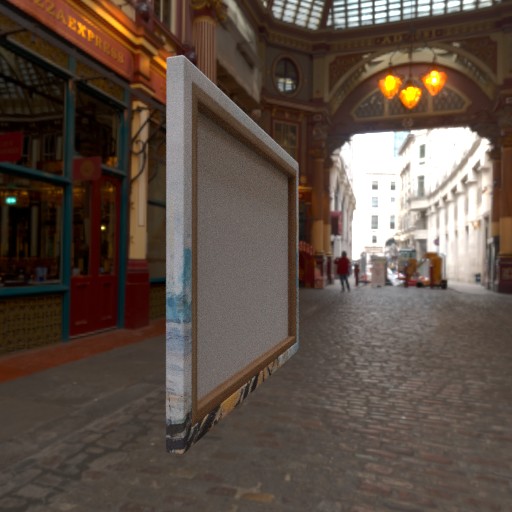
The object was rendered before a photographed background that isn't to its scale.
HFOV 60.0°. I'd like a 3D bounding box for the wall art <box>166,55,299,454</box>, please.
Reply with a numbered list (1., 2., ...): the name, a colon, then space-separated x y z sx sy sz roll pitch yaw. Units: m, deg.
1. wall art: 0.000 0.000 1.330 0.038 0.762 1.016 0 0 18
